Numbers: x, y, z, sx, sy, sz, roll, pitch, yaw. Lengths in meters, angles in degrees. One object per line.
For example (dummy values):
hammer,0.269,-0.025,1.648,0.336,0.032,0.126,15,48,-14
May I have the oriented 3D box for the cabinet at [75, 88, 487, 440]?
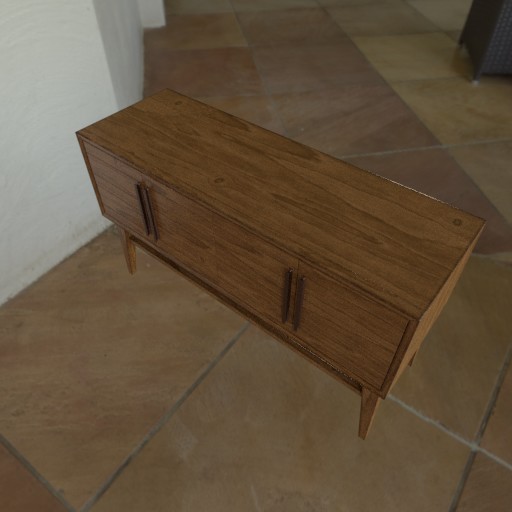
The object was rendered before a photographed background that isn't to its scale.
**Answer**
cabinet,0.000,0.000,1.760,1.363,0.802,0.477,30,53,26
